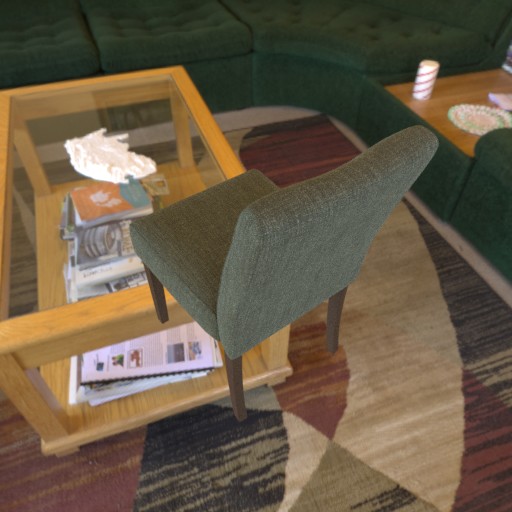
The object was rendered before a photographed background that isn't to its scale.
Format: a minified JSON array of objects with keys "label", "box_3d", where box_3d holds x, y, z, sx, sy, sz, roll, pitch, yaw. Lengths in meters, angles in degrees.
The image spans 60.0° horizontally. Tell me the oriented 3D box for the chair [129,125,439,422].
[{"label":"chair","box_3d":[0.000,0.000,1.227,0.487,0.884,0.629,-29,52,-25]}]
